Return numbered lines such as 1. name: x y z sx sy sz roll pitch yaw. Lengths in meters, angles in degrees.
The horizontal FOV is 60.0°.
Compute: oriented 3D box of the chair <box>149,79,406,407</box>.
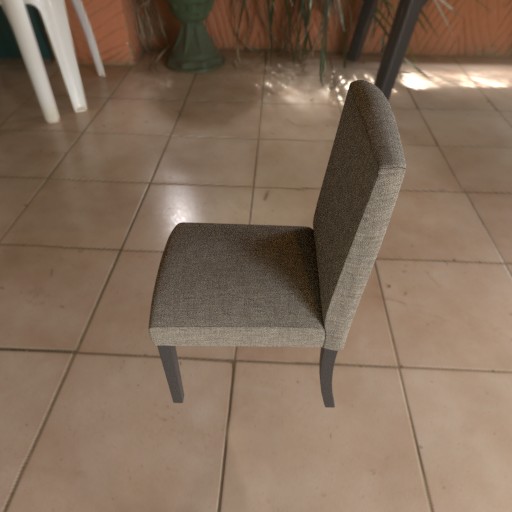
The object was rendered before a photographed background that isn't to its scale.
1. chair: 0.000 0.000 1.270 0.580 0.917 0.451 1 41 1
